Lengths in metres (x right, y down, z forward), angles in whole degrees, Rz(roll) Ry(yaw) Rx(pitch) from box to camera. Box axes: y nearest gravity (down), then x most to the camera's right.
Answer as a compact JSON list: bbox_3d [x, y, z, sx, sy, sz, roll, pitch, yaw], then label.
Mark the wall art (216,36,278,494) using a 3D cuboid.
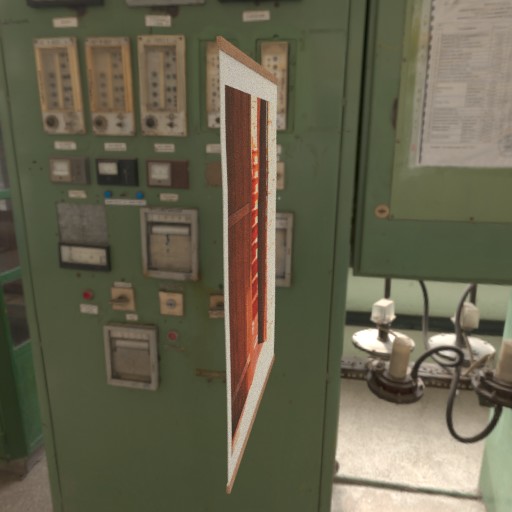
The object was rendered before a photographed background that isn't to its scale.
[{"bbox_3d":[0.000,0.000,1.893,0.019,1.527,1.019,3,16,11],"label":"wall art"}]
